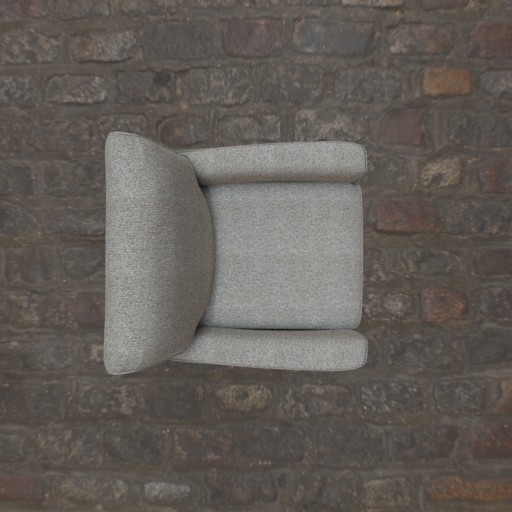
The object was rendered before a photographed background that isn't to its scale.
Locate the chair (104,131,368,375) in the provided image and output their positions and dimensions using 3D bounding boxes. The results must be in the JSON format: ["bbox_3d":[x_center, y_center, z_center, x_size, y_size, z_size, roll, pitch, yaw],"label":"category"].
[{"bbox_3d":[0.000,0.000,1.701,0.858,1.028,0.841,0,90,0],"label":"chair"}]
